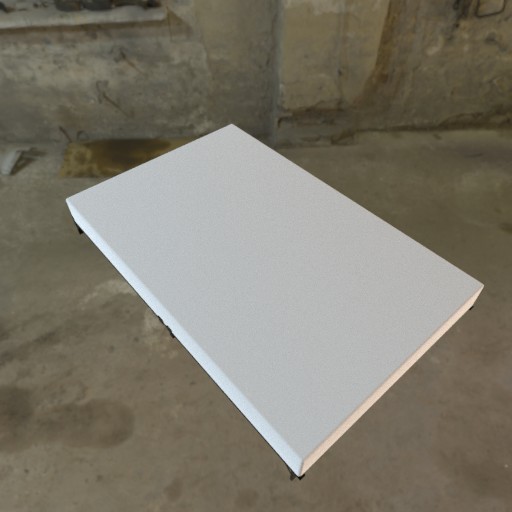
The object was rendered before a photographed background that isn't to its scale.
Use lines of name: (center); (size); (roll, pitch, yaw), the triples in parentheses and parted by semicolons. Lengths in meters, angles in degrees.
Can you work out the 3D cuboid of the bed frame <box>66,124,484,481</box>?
bed frame: (0.000, 0.000, 3.769); (1.930, 0.440, 2.987); (-33, 55, -26)
